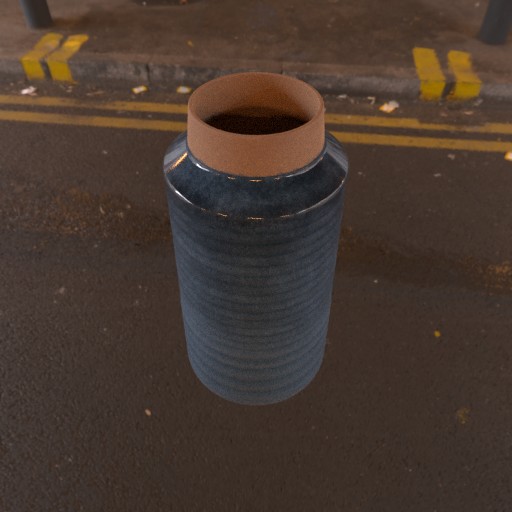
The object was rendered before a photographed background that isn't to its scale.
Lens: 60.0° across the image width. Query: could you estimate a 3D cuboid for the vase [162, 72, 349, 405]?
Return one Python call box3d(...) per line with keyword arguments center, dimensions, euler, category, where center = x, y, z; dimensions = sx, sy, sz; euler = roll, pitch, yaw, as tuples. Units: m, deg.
box3d(center=(0.000, 0.000, 0.427), dimensions=(0.163, 0.316, 0.163), euler=(0, 46, 0), category="vase")
